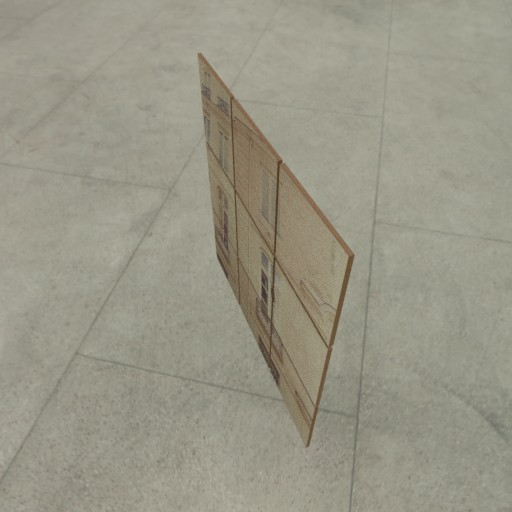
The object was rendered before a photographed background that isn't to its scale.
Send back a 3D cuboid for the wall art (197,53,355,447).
[{"bbox_3d":[0.000,0.000,1.400,0.018,0.913,0.915,-16,49,-15],"label":"wall art"}]
